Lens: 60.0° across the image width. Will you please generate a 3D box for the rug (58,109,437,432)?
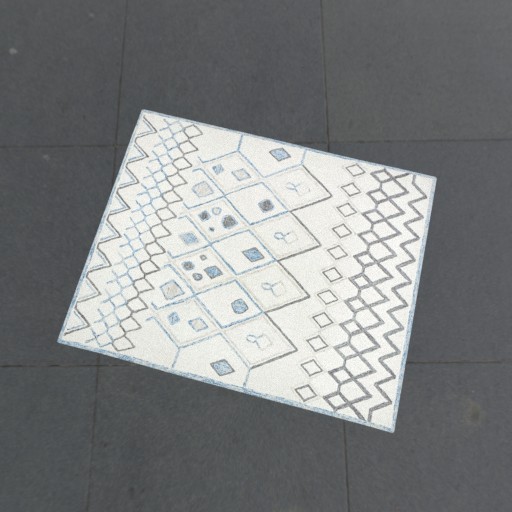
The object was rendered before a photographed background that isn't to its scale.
[{"bbox_3d":[0.000,0.000,4.175,3.056,0.013,2.441,14,76,4],"label":"rug"}]
